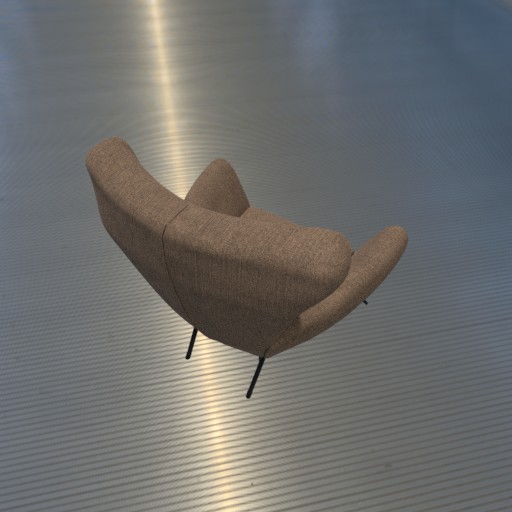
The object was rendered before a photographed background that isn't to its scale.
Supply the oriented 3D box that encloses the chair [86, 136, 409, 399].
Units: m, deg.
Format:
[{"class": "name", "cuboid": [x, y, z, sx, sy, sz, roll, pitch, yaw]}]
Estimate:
[{"class": "chair", "cuboid": [0.000, 0.000, 1.770, 0.980, 1.040, 0.900, 25, 52, 22]}]
